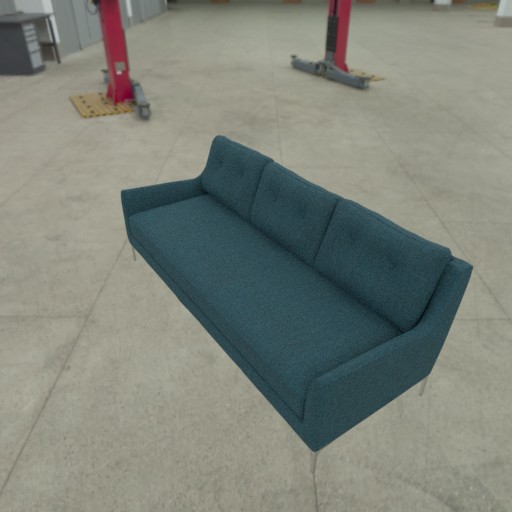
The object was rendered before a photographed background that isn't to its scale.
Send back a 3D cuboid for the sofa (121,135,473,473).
[{"bbox_3d":[0.000,0.000,2.551,0.849,0.837,2.060,-21,38,-29],"label":"sofa"}]
